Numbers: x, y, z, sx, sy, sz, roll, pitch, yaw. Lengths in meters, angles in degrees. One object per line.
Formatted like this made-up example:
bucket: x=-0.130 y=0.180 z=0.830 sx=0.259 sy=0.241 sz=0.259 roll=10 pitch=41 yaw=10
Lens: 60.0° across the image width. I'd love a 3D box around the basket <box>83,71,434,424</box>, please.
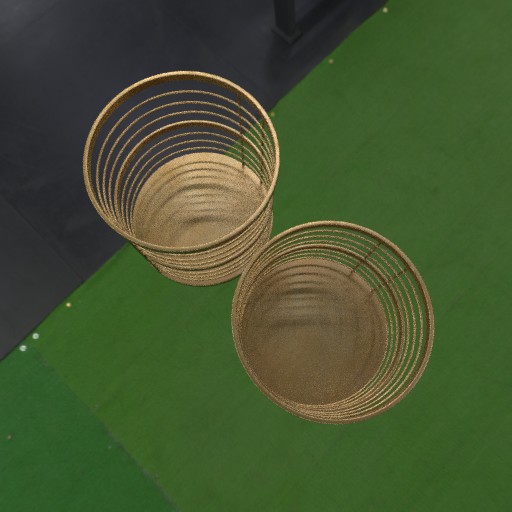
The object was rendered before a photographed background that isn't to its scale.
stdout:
basket: x=0.000 y=0.000 z=0.935 sx=0.356 sy=0.351 sz=0.746 roll=-43 pitch=80 yaw=-10
